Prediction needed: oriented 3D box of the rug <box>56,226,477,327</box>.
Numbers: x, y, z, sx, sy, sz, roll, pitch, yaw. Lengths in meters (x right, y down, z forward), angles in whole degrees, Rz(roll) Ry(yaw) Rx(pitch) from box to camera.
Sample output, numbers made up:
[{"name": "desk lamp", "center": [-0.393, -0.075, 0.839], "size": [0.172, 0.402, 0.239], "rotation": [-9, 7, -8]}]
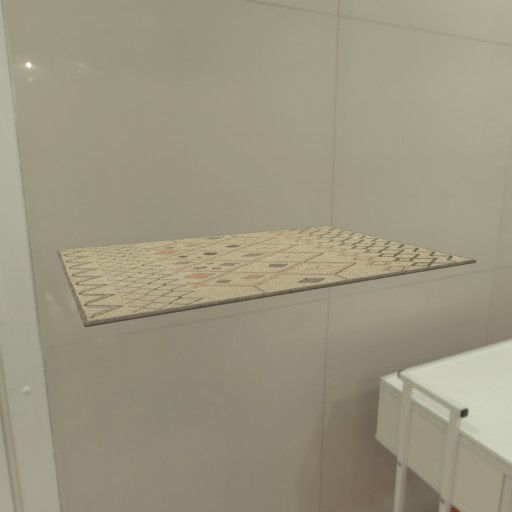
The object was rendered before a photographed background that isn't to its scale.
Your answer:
[{"name": "rug", "center": [0.000, 0.000, 2.306], "size": [1.829, 0.016, 1.219], "rotation": [-7, 14, -27]}]
